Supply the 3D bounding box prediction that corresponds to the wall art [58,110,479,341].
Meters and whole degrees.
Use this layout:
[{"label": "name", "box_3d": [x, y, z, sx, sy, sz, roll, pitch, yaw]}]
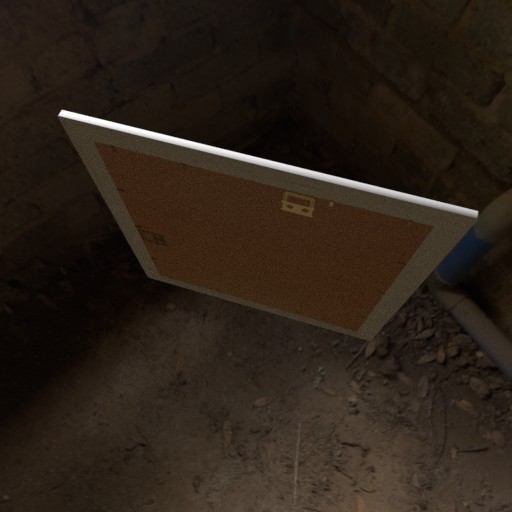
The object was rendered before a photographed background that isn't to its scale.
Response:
[{"label": "wall art", "box_3d": [0.000, 0.000, 0.855, 0.584, 0.584, 0.013, 15, 65, 7]}]
